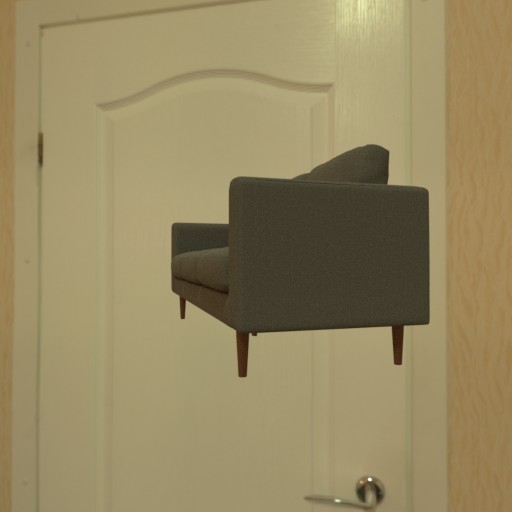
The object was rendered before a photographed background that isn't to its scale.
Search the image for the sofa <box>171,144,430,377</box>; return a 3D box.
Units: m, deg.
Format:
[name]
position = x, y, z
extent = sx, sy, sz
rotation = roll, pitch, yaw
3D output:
[sofa]
position = 0.000, 0.000, 2.548
extent = 0.802, 0.912, 2.029
rotation = 0, -1, -17
